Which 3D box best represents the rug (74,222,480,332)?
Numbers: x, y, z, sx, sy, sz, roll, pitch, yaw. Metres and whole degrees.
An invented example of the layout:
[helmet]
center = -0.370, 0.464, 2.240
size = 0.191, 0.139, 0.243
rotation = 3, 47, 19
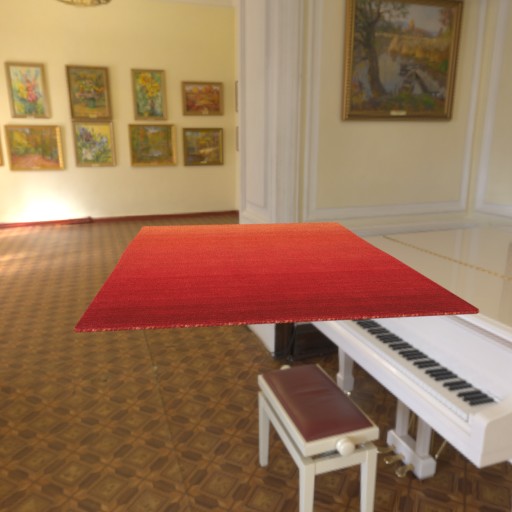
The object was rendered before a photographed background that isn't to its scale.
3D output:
[rug]
center = 0.000, 0.000, 3.876
size = 2.340, 0.028, 2.905
rotation = -2, 15, -7
